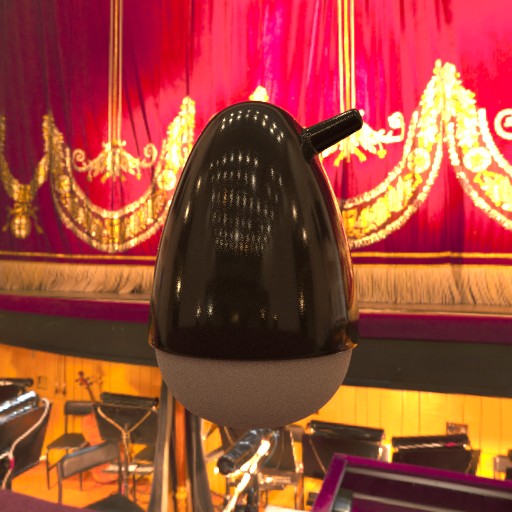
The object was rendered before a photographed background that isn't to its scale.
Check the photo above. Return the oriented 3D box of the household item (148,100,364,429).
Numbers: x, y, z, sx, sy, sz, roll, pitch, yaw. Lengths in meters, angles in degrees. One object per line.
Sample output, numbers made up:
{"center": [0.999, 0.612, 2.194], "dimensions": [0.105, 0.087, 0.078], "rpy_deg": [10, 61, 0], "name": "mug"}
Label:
{"center": [0.000, 0.000, 0.219], "dimensions": [0.104, 0.152, 0.102], "rpy_deg": [0, -1, 18], "name": "household item"}
